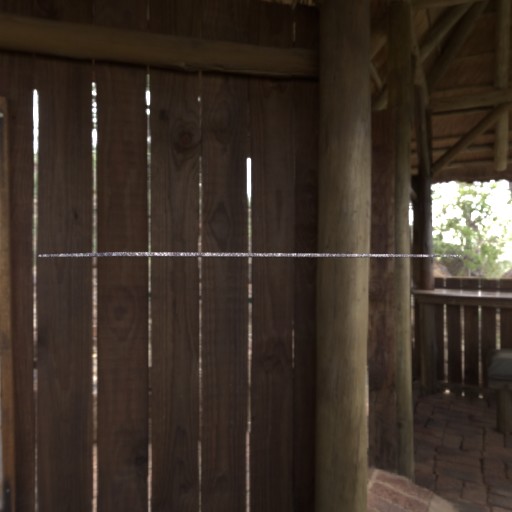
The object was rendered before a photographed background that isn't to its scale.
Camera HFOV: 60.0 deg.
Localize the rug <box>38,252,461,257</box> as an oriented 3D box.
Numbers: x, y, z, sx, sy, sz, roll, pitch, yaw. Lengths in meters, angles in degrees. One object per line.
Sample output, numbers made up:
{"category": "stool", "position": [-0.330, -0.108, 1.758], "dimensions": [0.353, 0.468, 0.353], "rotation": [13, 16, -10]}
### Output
{"category": "rug", "position": [0.000, 0.000, 2.259], "dimensions": [1.814, 0.012, 1.186], "rotation": [0, 0, -37]}
